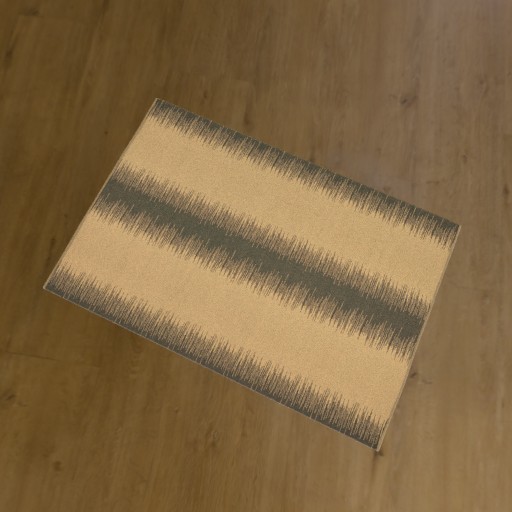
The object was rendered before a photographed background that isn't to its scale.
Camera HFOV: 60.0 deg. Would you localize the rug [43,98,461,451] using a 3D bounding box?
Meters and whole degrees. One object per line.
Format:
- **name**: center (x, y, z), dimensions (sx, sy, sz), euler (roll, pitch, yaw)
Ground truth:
- **rug**: center (0.000, 0.000, 2.321), dimensions (1.854, 0.006, 1.234), euler (24, 76, 6)
